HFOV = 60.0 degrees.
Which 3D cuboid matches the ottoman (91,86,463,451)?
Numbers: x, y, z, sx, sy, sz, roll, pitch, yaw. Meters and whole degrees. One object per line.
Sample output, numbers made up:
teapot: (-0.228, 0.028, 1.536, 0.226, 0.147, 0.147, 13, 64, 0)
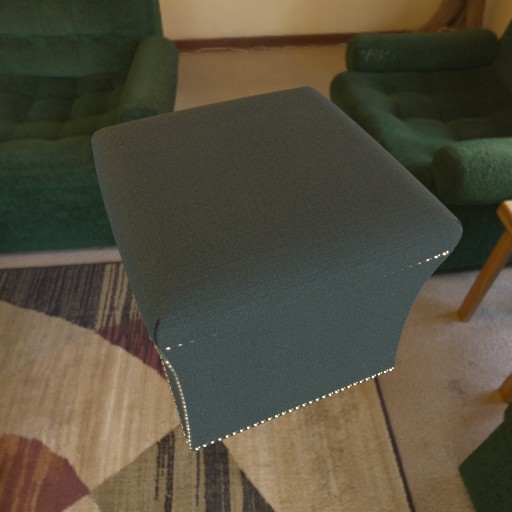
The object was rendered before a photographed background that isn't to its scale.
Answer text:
ottoman: (0.000, 0.000, 0.891, 0.497, 0.475, 0.507, -17, 49, -15)
